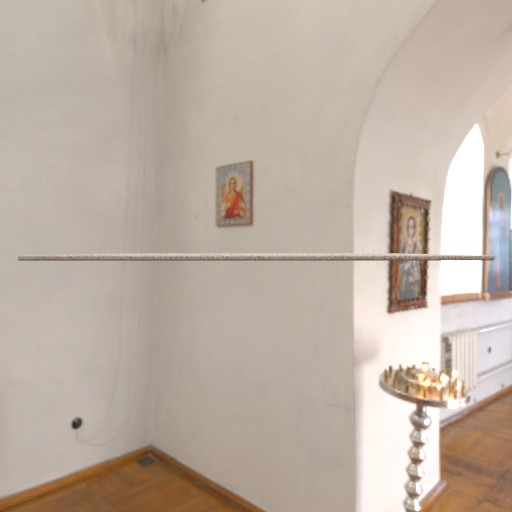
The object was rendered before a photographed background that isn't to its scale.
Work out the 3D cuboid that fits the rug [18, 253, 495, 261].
[{"bbox_3d":[0.000,0.000,3.414,2.743,0.030,1.778,0,1,-1],"label":"rug"}]
